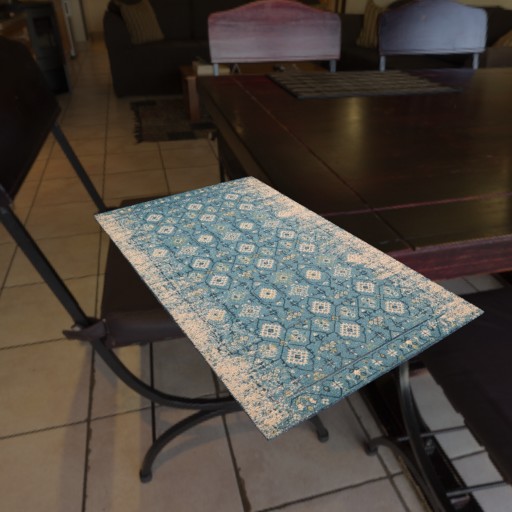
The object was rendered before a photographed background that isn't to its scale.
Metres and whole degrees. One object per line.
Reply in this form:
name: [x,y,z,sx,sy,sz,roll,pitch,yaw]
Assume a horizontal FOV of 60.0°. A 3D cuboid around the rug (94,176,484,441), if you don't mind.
rug: [0.000,0.000,2.216,1.102,0.008,1.795,-19,37,-28]
